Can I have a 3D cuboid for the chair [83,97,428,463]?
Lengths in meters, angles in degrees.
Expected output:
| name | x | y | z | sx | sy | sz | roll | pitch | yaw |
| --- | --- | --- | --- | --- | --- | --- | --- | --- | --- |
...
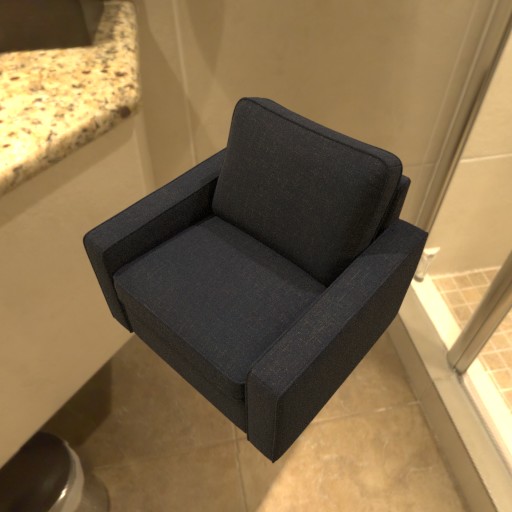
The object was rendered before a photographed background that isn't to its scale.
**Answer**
| name | x | y | z | sx | sy | sz | roll | pitch | yaw |
| --- | --- | --- | --- | --- | --- | --- | --- | --- | --- |
| chair | 0.000 | 0.000 | 1.780 | 1.017 | 0.919 | 0.940 | 33 | 55 | 27 |
